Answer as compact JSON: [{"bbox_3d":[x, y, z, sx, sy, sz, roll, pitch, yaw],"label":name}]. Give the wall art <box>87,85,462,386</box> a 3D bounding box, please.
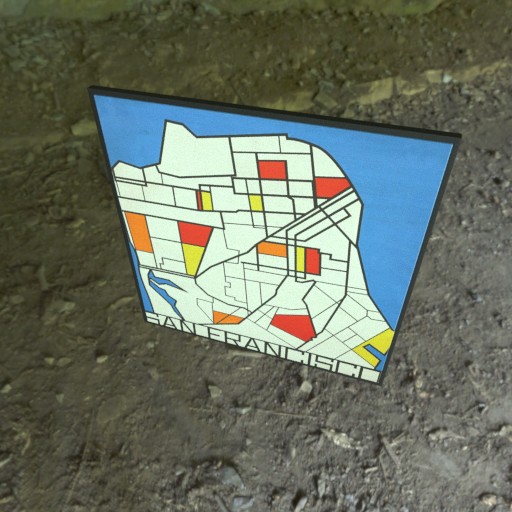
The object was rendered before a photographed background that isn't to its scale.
[{"bbox_3d":[0.000,0.000,0.671,0.458,0.457,0.013,12,42,14],"label":"wall art"}]
